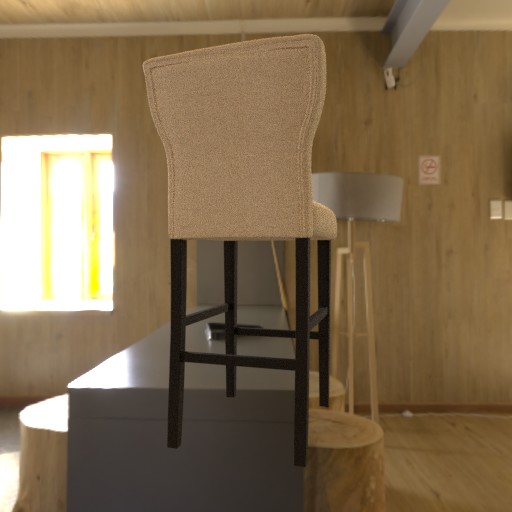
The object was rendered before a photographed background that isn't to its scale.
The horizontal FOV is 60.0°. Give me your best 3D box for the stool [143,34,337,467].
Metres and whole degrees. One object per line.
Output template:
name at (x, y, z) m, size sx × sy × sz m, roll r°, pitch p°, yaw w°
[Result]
stool at (0.000, 0.000, 1.446) m, size 0.516 × 1.124 × 0.603 m, roll 0°, pitch 0°, yaw 17°
